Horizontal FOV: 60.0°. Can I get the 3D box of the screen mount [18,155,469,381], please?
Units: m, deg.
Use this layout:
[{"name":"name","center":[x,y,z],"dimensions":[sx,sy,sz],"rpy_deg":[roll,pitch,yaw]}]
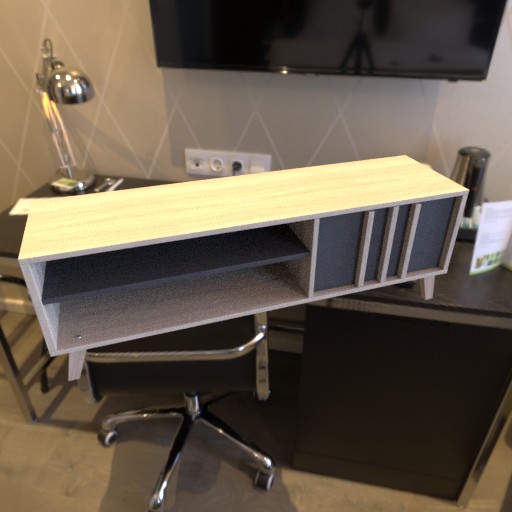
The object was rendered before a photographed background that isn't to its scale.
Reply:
[{"name":"screen mount","center":[0.000,0.000,1.704],"dimensions":[1.500,0.509,0.401],"rpy_deg":[-10,33,-15]}]
